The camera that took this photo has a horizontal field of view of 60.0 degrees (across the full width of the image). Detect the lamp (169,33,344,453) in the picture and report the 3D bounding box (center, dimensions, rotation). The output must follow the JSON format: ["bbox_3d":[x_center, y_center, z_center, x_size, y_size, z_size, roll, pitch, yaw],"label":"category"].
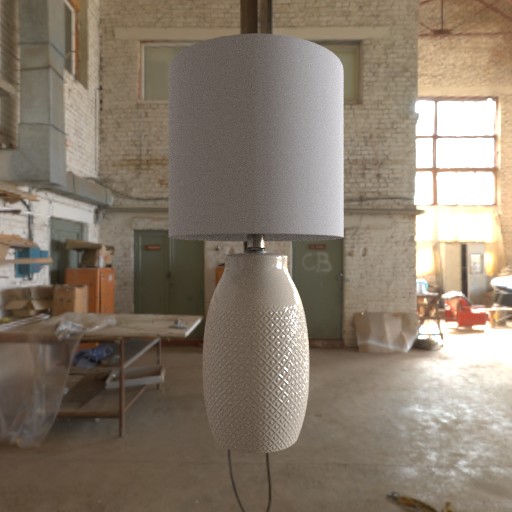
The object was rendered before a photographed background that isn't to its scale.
[{"bbox_3d":[0.000,0.000,0.559,0.217,0.453,0.217,0,0,37],"label":"lamp"}]
